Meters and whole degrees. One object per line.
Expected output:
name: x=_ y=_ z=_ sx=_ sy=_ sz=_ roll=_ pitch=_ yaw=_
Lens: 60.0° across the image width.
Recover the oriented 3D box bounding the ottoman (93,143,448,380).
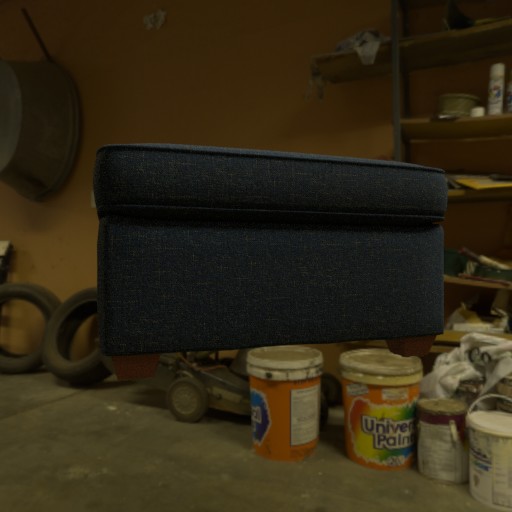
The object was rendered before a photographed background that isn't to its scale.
ottoman: x=0.000 y=0.000 z=1.097 sx=0.749 sy=0.450 sz=0.549 roll=0 pitch=-1 yaw=-18
